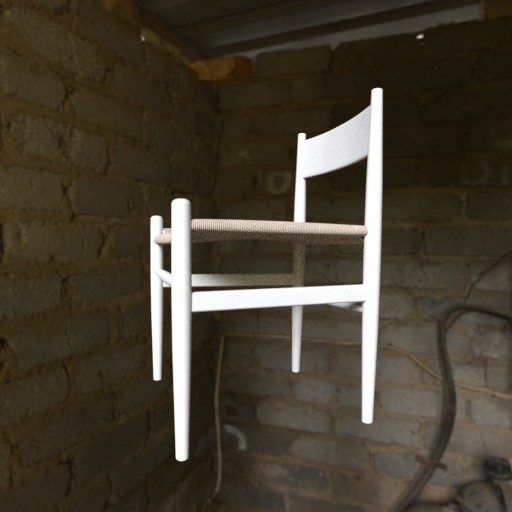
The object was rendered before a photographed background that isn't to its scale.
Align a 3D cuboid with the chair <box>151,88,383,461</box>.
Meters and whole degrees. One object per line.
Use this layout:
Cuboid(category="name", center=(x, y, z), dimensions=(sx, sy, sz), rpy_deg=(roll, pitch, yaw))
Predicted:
Cuboid(category="chair", center=(0.000, 0.000, 1.149), dimensions=(0.495, 0.762, 0.556), rpy_deg=(0, 2, -18))
